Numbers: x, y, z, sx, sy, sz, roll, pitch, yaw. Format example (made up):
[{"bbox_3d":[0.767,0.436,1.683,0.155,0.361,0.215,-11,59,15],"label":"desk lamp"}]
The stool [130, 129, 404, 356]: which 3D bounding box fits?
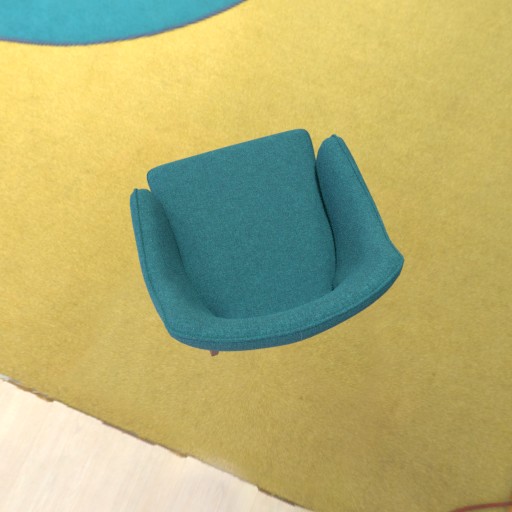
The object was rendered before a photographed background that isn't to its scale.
[{"bbox_3d":[0.000,0.000,1.267,0.548,0.961,0.556,-16,76,-4],"label":"stool"}]
